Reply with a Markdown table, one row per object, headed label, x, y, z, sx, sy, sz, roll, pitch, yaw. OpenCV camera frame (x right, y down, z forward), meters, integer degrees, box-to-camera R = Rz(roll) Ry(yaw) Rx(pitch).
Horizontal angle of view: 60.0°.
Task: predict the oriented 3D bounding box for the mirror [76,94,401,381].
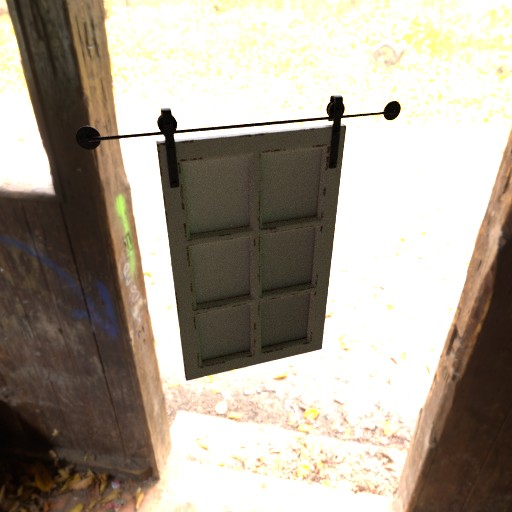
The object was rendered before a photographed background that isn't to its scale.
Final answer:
| label | x | y | z | sx | sy | sz | roll | pitch | yaw |
| --- | --- | --- | --- | --- | --- | --- | --- | --- | --- |
| mirror | 0.000 | 0.000 | 1.247 | 0.808 | 0.844 | 0.037 | -10 | 34 | -15 |
